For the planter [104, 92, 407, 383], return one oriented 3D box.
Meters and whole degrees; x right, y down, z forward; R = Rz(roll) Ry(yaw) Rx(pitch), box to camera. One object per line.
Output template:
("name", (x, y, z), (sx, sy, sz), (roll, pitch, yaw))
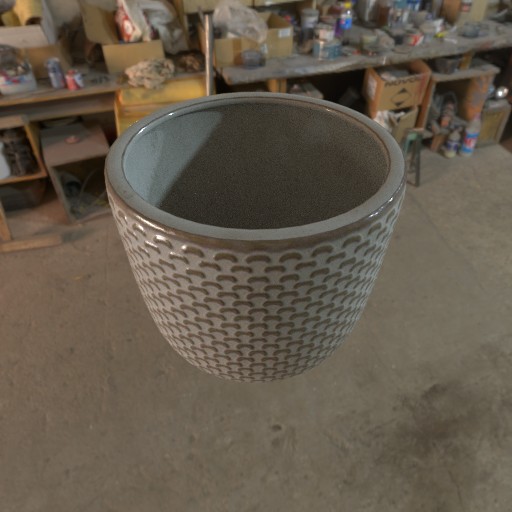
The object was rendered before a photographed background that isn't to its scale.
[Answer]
("planter", (0.000, 0.000, 0.354), (0.197, 0.191, 0.197), (0, 42, 0))
